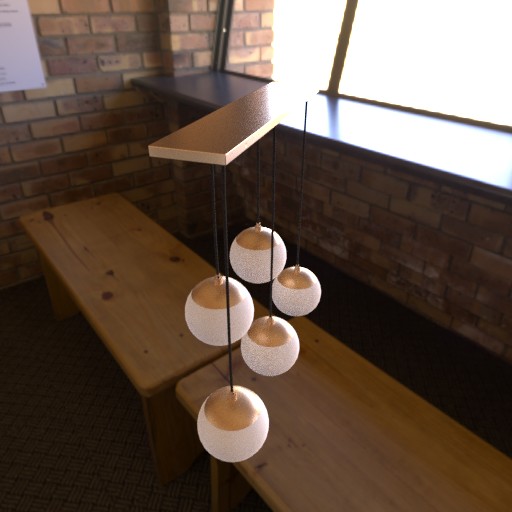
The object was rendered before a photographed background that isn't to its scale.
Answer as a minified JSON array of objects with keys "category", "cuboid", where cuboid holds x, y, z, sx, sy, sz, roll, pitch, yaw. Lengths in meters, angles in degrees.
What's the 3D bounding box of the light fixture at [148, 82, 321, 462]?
[{"category":"light fixture","cuboid":[0.000,0.000,1.336,0.299,0.869,0.863,10,32,17]}]
